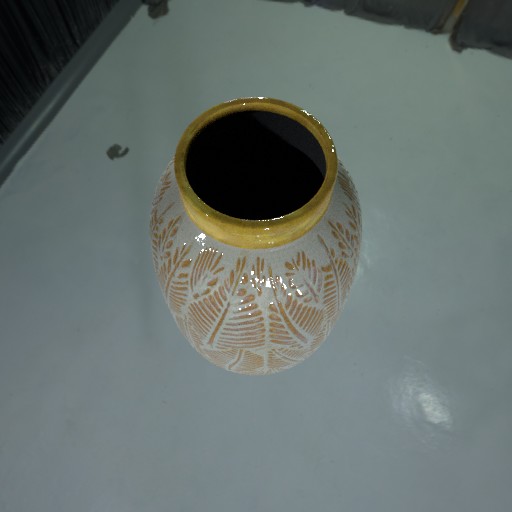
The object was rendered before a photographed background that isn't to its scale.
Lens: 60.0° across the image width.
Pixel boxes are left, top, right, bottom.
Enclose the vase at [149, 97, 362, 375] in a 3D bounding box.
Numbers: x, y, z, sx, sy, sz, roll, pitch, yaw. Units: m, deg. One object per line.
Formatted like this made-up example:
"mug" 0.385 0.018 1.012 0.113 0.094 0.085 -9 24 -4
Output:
"vase" 0.000 0.000 0.381 0.172 0.270 0.172 0 65 0
